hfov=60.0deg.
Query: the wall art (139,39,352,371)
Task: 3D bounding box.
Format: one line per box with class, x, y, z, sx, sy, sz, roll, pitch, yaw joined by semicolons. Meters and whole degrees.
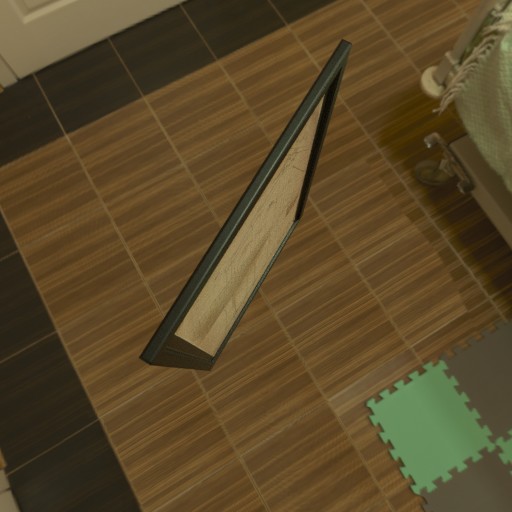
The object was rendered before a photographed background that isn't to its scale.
wall art;0.000;0.000;0.852;0.016;0.657;0.480;29;77;8
